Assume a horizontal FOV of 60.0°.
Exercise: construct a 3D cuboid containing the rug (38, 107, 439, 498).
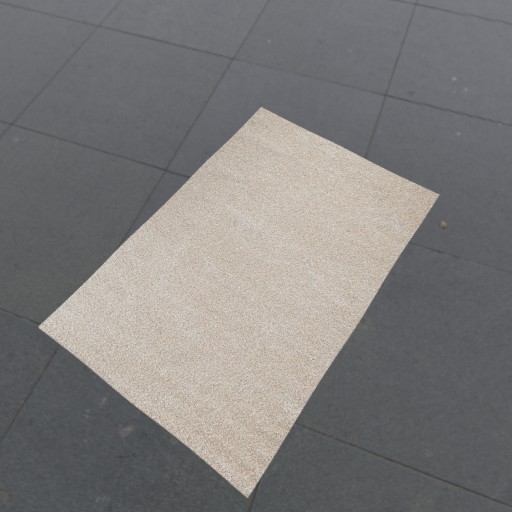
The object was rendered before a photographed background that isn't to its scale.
[{"bbox_3d":[0.000,0.000,3.377,1.800,0.025,2.699,32,65,17],"label":"rug"}]
